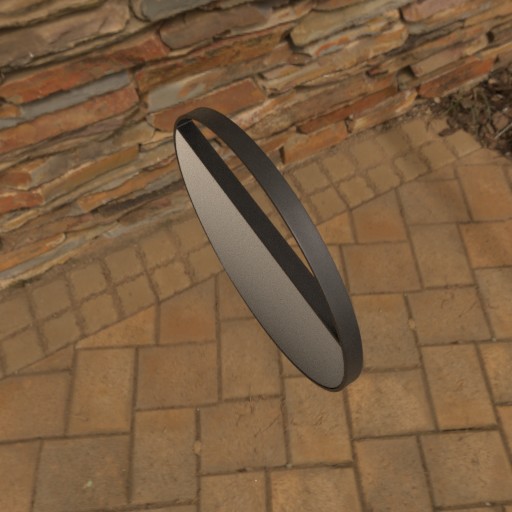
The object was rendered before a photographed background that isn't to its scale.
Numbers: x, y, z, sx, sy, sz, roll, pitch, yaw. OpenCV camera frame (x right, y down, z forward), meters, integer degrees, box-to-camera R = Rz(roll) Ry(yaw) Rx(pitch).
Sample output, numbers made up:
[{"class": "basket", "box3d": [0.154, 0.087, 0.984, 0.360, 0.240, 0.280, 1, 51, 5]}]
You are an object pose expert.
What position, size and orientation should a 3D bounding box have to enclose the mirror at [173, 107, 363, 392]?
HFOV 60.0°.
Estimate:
[{"class": "mirror", "box3d": [0.000, 0.000, 0.837, 0.032, 0.565, 0.565, -30, 67, -14]}]
